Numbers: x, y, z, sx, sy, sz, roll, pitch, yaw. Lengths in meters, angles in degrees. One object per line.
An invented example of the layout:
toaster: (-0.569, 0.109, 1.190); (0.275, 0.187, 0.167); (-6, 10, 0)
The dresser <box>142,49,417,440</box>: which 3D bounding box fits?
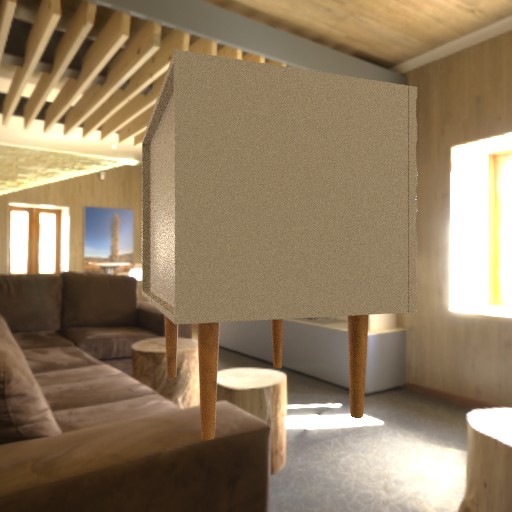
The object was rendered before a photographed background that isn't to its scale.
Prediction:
dresser: (0.000, 0.000, 0.915); (0.414, 0.568, 0.503); (0, 0, -19)
